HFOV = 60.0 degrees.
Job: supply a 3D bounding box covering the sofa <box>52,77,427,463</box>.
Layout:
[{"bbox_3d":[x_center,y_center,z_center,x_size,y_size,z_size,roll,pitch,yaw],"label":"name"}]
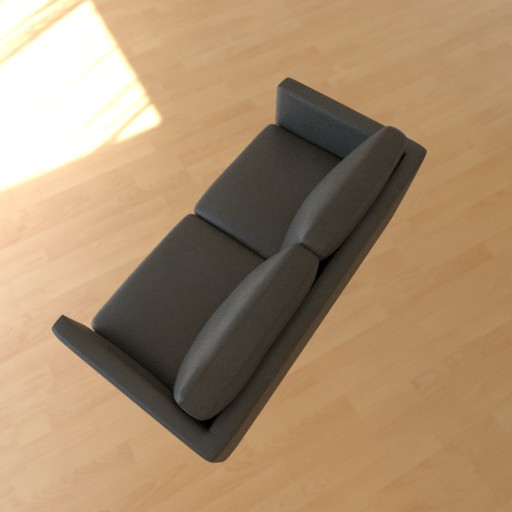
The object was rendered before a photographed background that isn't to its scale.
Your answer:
[{"bbox_3d":[0.000,0.000,2.407,0.951,0.933,1.883,33,69,14],"label":"sofa"}]
